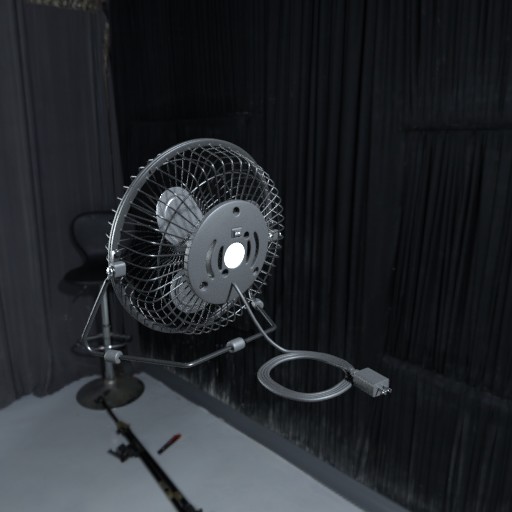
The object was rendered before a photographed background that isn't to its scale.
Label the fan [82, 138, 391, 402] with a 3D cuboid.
[{"bbox_3d":[0.000,0.000,0.364,0.227,0.188,0.209,14,20,43],"label":"fan"}]
